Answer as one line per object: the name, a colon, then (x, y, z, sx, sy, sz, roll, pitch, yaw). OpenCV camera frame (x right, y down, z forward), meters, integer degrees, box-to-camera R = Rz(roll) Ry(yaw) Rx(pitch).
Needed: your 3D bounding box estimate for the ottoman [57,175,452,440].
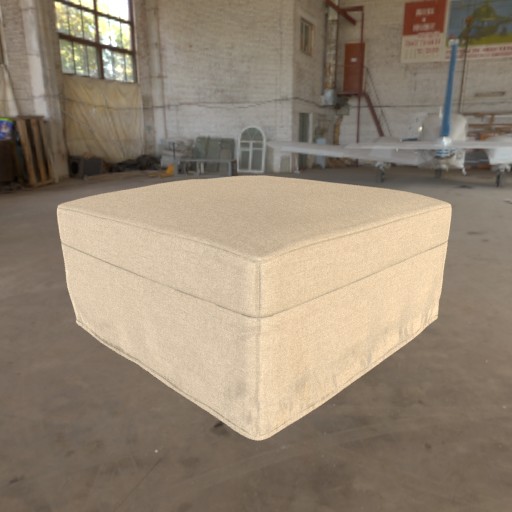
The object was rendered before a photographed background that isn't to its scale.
ottoman: (0.000, 0.000, 1.329, 0.840, 0.436, 0.843, 15, 21, 42)
